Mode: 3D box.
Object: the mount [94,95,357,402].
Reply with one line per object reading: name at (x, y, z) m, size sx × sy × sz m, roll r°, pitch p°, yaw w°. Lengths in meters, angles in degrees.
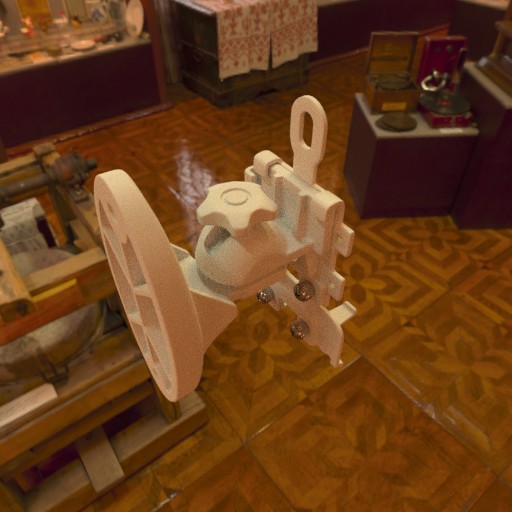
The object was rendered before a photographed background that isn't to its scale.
mount at (0.000, 0.000, 0.176) m, size 0.100 × 0.118 × 0.066 m, roll -26°, pitch 48°, yaw -25°
